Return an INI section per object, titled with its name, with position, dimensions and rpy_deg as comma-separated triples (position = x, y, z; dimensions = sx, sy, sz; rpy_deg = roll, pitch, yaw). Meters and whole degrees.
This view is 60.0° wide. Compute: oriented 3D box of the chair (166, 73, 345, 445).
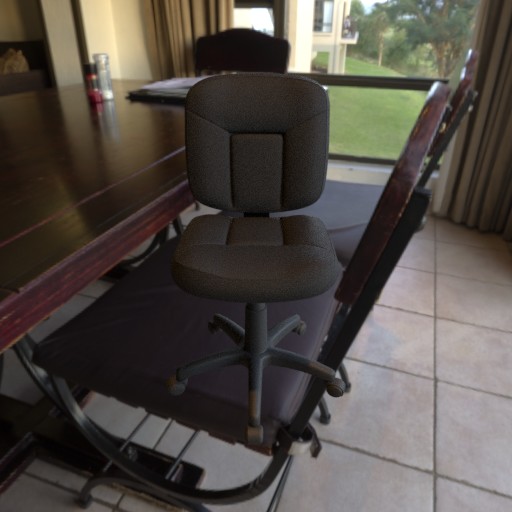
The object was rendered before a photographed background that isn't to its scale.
[chair]
position = 0.000, 0.000, 1.348
dimensions = 0.610, 0.972, 0.610
rpy_deg = 0, 29, 1
